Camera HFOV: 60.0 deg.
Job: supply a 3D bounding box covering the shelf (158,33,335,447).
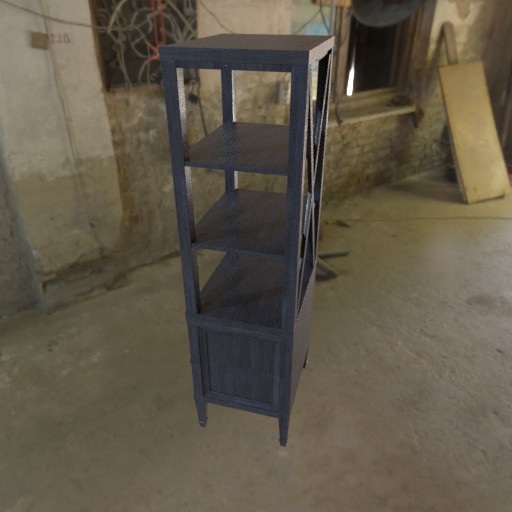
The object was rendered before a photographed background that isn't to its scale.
[{"bbox_3d":[0.000,0.000,1.969,0.472,1.727,0.584,8,31,13],"label":"shelf"}]
